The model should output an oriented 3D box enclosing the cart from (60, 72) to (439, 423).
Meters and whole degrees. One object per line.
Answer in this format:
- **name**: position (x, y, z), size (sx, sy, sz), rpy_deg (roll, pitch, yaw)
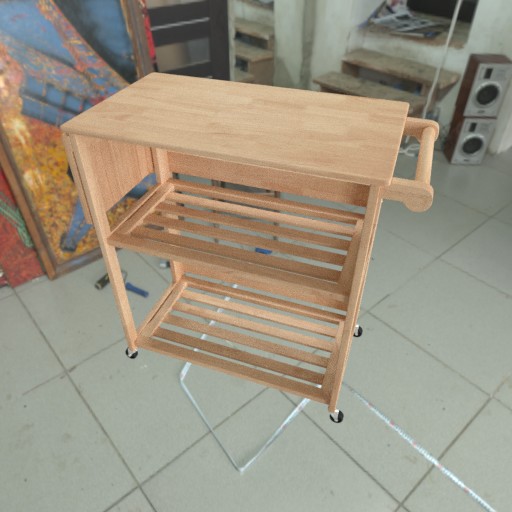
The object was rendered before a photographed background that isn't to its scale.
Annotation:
- **cart**: position (0.000, 0.000, 1.350), size (0.853, 0.879, 0.432), rpy_deg (13, 41, 15)
